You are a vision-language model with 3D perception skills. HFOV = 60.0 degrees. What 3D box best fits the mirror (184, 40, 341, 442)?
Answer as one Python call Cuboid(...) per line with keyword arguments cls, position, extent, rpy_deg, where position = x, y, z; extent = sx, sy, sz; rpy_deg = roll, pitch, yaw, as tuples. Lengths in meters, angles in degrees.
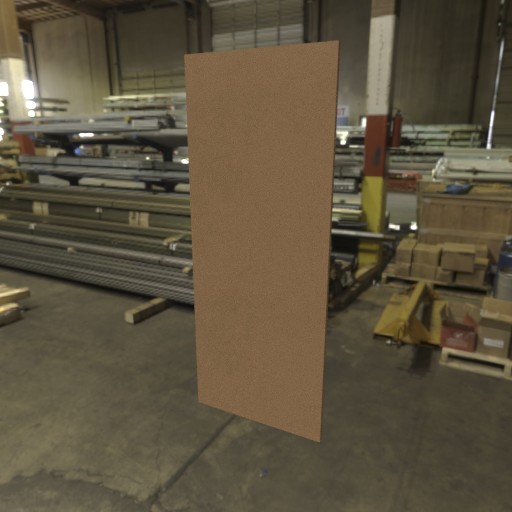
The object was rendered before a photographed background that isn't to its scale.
Cuboid(cls="mirror", position=(0.000, 0.000, 2.366), extent=(0.812, 2.031, 0.026), rpy_deg=(8, 18, 27))
